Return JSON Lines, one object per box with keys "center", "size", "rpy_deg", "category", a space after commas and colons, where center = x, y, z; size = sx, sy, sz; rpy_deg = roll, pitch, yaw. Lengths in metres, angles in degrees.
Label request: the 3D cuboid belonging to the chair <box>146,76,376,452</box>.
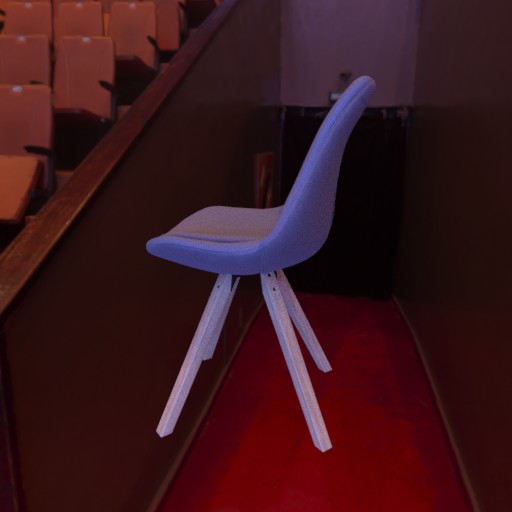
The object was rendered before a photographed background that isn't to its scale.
{"center": [0.000, 0.000, 1.188], "size": [0.547, 0.865, 0.483], "rpy_deg": [3, 16, 9], "category": "chair"}
